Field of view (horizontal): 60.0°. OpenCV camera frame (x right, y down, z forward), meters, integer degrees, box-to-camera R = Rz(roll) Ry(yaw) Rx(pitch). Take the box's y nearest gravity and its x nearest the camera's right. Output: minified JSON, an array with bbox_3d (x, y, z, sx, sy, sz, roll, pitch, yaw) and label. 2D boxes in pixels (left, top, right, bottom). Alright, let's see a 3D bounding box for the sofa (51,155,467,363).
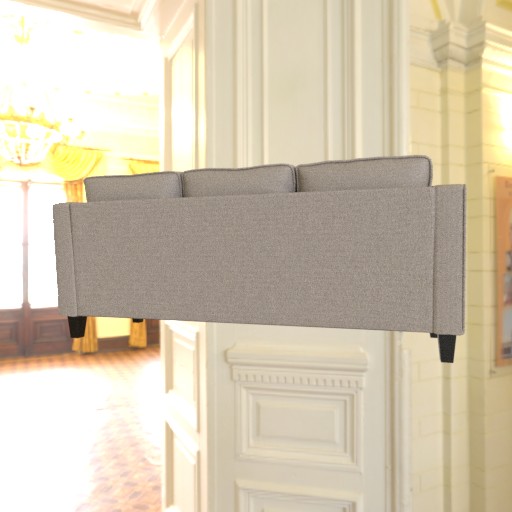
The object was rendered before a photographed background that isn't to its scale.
[{"bbox_3d":[0.000,0.000,2.589,2.129,0.950,0.899,0,0,18],"label":"sofa"}]
